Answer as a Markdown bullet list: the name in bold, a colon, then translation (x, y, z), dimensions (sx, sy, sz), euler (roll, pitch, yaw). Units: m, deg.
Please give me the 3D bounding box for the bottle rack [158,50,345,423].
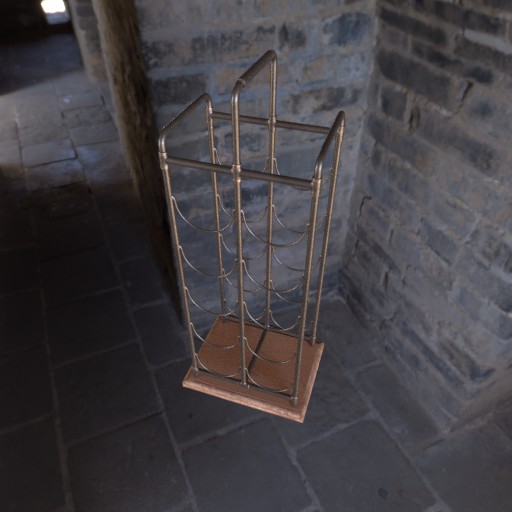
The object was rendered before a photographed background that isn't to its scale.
- **bottle rack**: translation (0.000, 0.000, 0.814), dimensions (0.276, 0.680, 0.208), euler (12, 42, 14)
